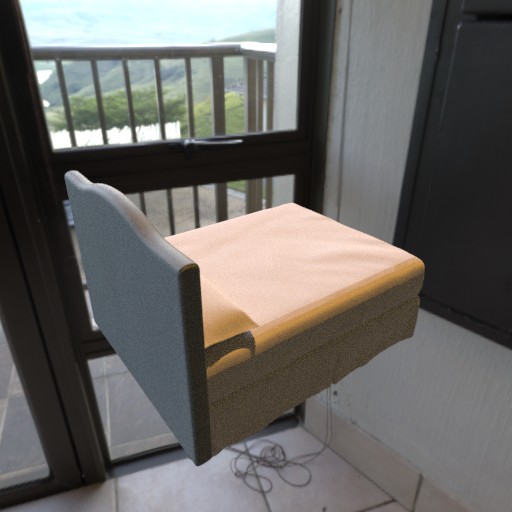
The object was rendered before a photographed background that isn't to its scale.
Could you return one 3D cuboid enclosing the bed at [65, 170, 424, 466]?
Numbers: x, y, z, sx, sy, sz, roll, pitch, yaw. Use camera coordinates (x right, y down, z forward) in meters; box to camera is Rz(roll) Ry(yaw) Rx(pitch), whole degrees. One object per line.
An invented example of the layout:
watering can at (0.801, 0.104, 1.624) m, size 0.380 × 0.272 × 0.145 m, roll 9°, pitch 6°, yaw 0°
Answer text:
bed at (0.000, 0.000, 3.388) m, size 2.143 × 1.460 × 1.753 m, roll -19°, pitch 33°, yaw -32°
